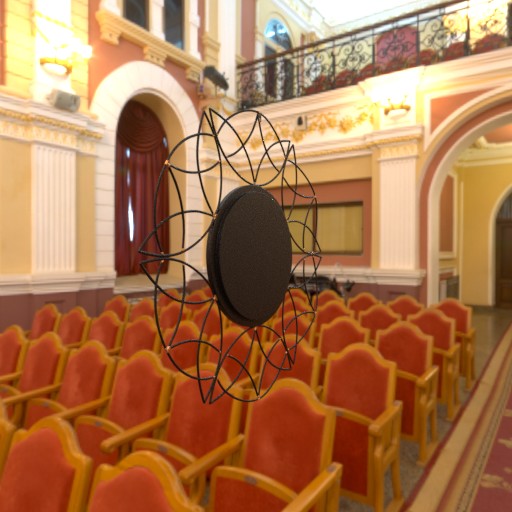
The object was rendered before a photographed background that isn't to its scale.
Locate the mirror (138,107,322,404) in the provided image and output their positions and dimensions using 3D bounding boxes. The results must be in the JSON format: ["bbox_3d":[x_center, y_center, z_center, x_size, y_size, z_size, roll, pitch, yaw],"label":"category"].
[{"bbox_3d":[0.000,0.000,1.192,0.028,0.775,0.797,0,0,35],"label":"mirror"}]
